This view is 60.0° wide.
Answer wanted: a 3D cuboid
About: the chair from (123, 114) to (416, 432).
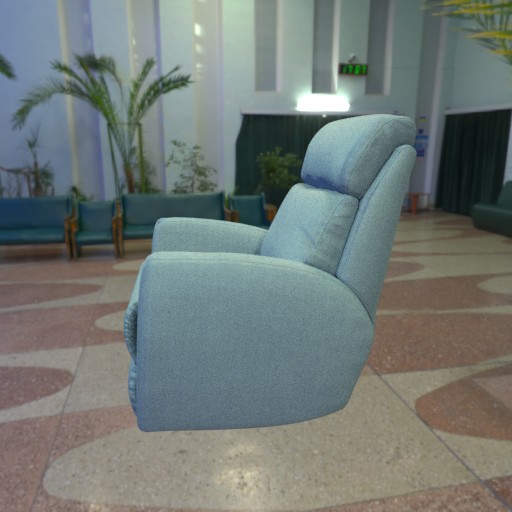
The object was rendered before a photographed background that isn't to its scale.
[{"bbox_3d":[0.000,0.000,1.685,0.940,1.013,0.812,-2,14,-9],"label":"chair"}]
